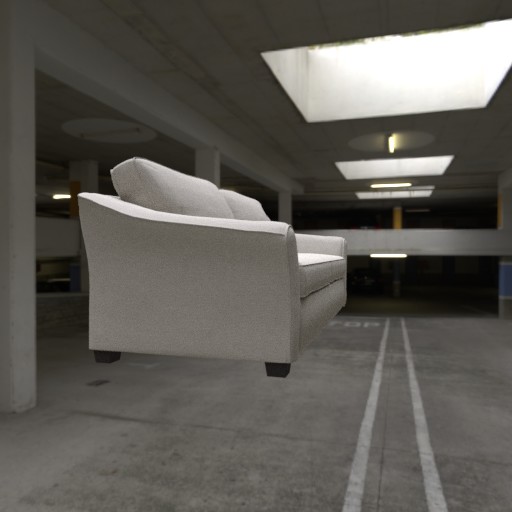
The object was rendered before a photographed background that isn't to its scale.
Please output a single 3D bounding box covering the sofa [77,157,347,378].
[{"bbox_3d":[0.000,0.000,2.864,0.980,0.965,2.270,0,1,17],"label":"sofa"}]
